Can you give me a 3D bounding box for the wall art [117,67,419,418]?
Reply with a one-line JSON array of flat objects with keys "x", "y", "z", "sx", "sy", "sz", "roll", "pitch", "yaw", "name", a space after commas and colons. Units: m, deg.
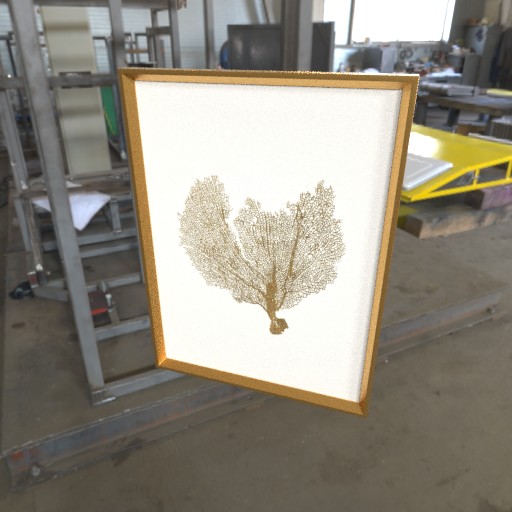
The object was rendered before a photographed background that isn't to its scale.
[{"x": 0.000, "y": 0.000, "z": 1.052, "sx": 0.610, "sy": 0.812, "sz": 0.038, "roll": 9, "pitch": 28, "yaw": 17, "name": "wall art"}]
